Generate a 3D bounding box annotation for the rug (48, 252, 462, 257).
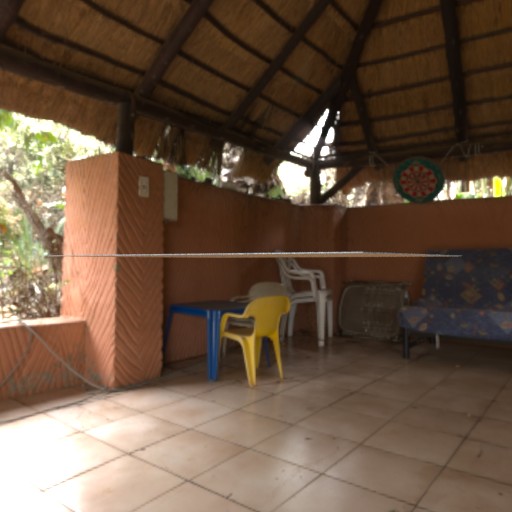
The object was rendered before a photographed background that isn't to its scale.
[{"bbox_3d":[0.000,0.000,4.272,3.200,0.007,2.443,0,-1,36],"label":"rug"}]
